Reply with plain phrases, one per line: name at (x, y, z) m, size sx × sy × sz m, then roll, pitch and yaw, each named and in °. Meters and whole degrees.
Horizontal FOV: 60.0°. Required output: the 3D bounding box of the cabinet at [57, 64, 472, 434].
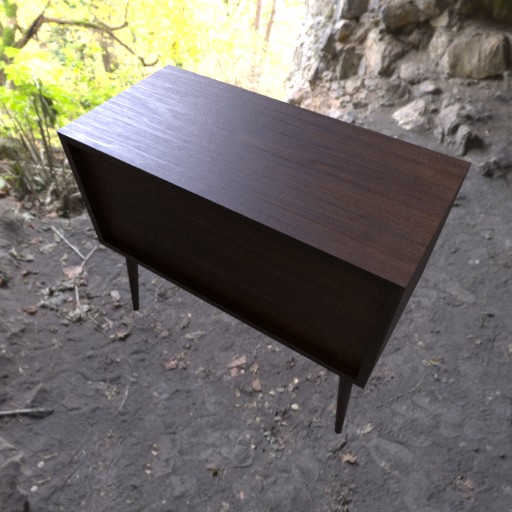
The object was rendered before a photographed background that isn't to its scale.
cabinet at (0.000, 0.000, 1.117) m, size 0.743 × 0.654 × 0.354 m, roll 26°, pitch 53°, yaw 21°
